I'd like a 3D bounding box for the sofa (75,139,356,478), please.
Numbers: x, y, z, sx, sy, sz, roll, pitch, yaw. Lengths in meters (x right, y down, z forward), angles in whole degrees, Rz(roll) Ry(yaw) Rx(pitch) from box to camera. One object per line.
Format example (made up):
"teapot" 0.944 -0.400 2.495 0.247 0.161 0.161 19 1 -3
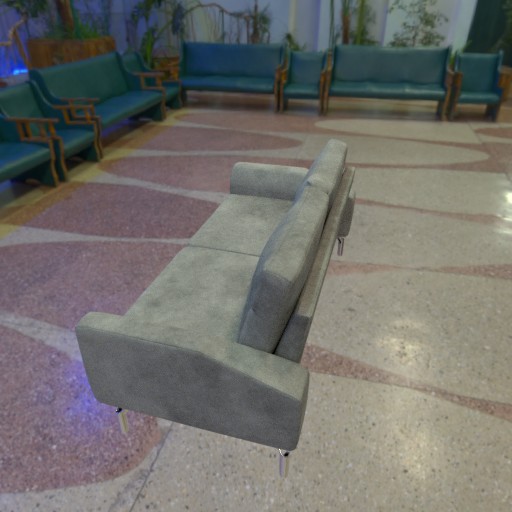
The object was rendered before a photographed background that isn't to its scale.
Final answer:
"sofa" 0.000 0.000 2.306 0.849 0.859 1.837 9 32 14
